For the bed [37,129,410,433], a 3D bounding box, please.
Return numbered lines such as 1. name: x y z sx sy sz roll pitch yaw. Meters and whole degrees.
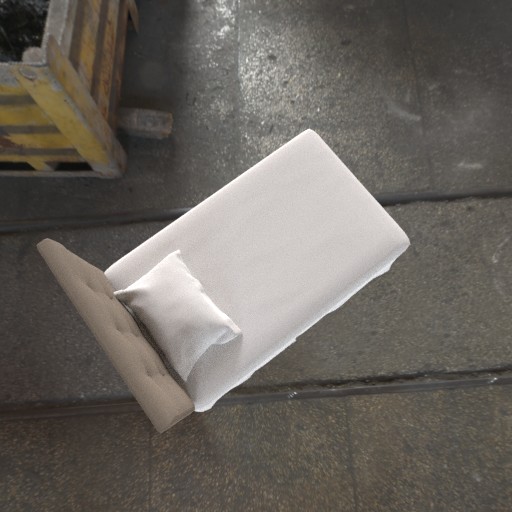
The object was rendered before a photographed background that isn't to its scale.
1. bed: 0.000 0.000 3.039 1.997 1.571 1.261 -36 78 -9
